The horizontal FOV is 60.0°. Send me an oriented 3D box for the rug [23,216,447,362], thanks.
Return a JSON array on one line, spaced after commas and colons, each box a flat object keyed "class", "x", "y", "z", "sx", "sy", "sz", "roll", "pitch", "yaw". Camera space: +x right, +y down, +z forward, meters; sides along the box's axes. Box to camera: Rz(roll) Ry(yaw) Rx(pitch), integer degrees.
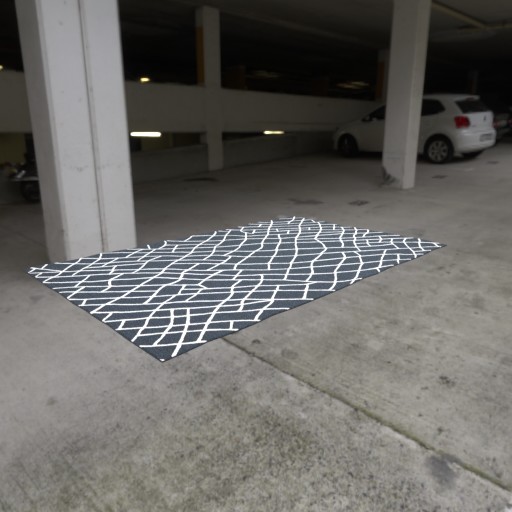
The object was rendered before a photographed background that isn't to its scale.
[{"class": "rug", "x": 0.000, "y": 0.000, "z": 2.970, "sx": 2.448, "sy": 0.017, "sz": 1.529, "roll": -15, "pitch": 22, "yaw": -42}]
